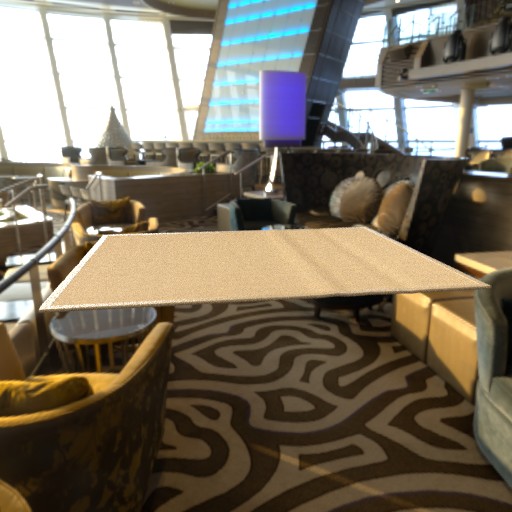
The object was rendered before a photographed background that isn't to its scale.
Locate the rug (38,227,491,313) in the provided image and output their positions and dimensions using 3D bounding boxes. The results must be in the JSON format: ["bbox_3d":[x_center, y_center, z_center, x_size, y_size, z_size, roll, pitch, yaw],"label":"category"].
[{"bbox_3d":[0.000,0.000,4.805,3.659,0.037,2.734,-2,15,-8],"label":"rug"}]
